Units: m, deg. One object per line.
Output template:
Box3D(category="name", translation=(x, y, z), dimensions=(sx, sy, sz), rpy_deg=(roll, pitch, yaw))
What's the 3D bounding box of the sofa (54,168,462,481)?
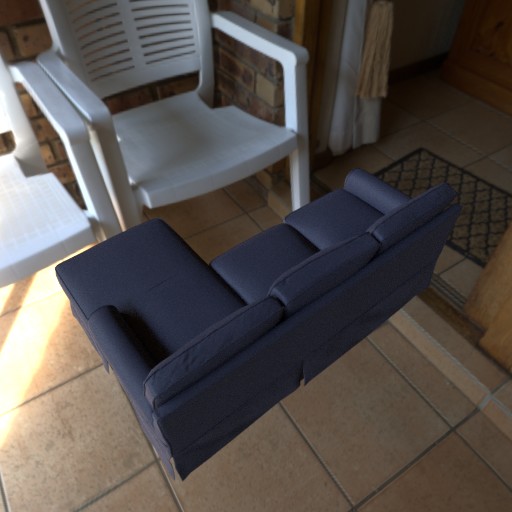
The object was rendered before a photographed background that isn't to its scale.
Box3D(category="sofa", translation=(0.000, 0.000, 3.261), dimensions=(2.518, 1.039, 1.637), rpy_deg=(-30, 54, -25))
